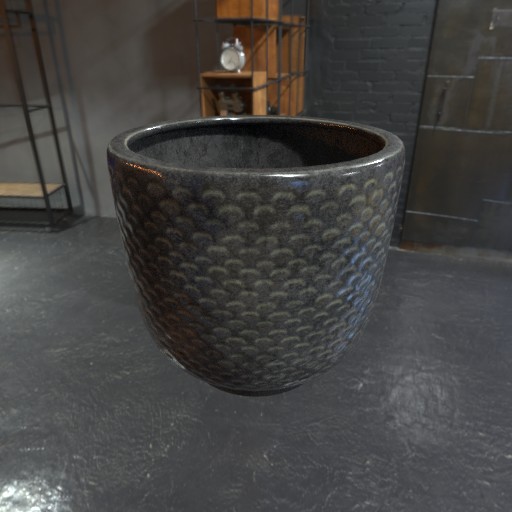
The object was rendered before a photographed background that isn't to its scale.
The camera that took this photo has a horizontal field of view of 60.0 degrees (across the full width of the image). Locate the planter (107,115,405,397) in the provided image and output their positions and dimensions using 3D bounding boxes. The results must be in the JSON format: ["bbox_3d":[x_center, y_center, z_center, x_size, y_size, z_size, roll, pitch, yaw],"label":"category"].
[{"bbox_3d":[0.000,0.000,0.242,0.140,0.129,0.140,0,26,0],"label":"planter"}]
